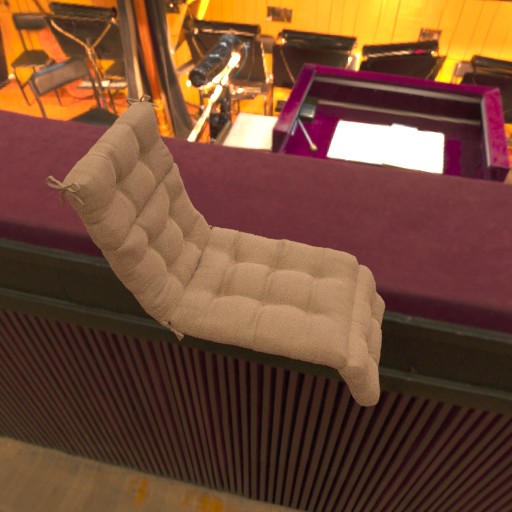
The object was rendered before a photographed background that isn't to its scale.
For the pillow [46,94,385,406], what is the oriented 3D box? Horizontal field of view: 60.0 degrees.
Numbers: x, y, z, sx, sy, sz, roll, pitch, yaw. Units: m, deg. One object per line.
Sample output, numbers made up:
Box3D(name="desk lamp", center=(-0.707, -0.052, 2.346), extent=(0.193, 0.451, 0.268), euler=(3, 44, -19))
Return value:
Box3D(name="pillow", center=(0.000, 0.000, 1.533), extent=(1.016, 0.863, 0.526), euler=(10, 47, 10))
